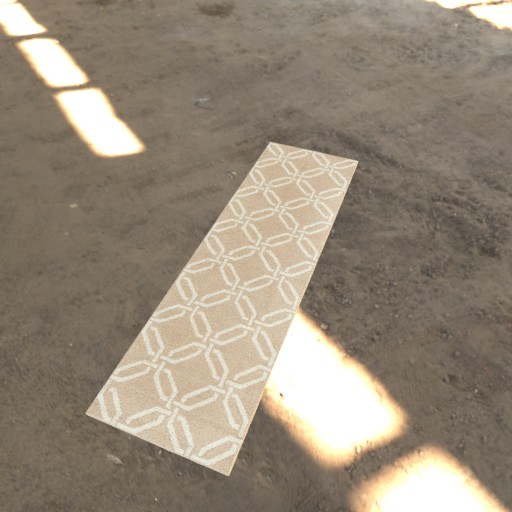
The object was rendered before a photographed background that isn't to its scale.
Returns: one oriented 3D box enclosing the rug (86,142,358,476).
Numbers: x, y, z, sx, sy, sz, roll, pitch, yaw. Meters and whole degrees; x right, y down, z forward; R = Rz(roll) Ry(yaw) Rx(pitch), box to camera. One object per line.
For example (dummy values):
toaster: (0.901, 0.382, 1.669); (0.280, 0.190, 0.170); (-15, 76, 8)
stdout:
rug: (0.000, 0.000, 2.545); (0.678, 0.014, 2.276); (16, 49, 15)
